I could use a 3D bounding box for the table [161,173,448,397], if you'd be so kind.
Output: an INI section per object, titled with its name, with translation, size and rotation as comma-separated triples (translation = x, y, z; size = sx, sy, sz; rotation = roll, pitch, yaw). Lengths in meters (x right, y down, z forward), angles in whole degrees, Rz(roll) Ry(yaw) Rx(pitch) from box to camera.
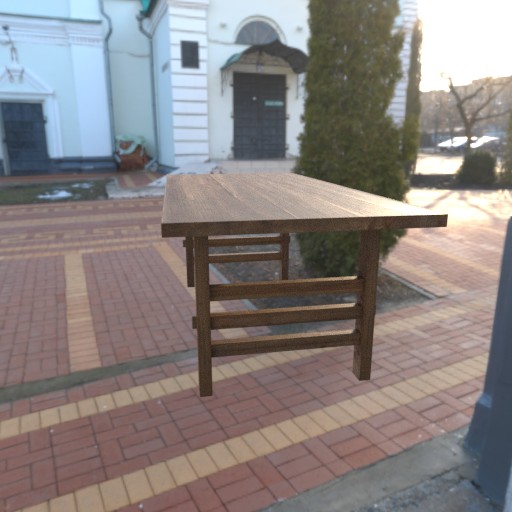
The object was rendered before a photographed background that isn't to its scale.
[table]
translation = 0.000, 0.000, 2.461
size = 0.952, 0.760, 2.003
rotation = -3, 15, -10
